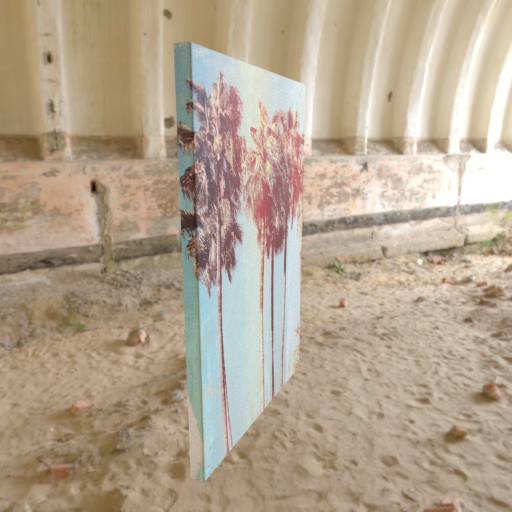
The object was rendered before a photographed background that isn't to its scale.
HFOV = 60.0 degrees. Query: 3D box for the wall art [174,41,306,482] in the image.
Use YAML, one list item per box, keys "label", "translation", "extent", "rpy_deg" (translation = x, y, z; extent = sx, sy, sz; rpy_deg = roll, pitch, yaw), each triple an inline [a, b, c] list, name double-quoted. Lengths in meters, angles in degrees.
- label: "wall art"
  translation: [0.000, 0.000, 1.157]
  extent: [0.037, 0.915, 0.605]
  rpy_deg: [7, 15, 25]
